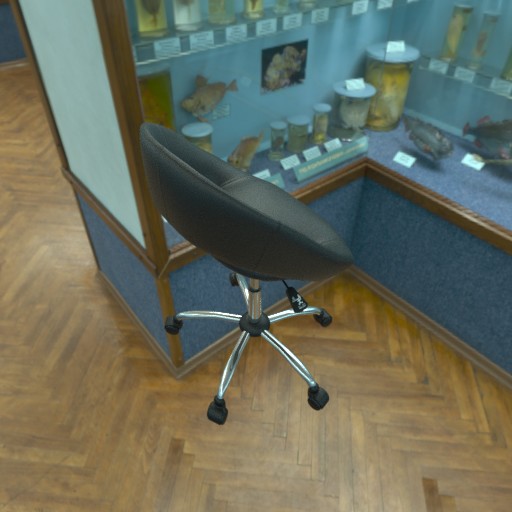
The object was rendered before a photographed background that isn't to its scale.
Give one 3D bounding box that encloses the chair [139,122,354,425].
[{"bbox_3d":[0.000,0.000,1.201,0.538,0.791,0.612,-26,48,-26],"label":"chair"}]
